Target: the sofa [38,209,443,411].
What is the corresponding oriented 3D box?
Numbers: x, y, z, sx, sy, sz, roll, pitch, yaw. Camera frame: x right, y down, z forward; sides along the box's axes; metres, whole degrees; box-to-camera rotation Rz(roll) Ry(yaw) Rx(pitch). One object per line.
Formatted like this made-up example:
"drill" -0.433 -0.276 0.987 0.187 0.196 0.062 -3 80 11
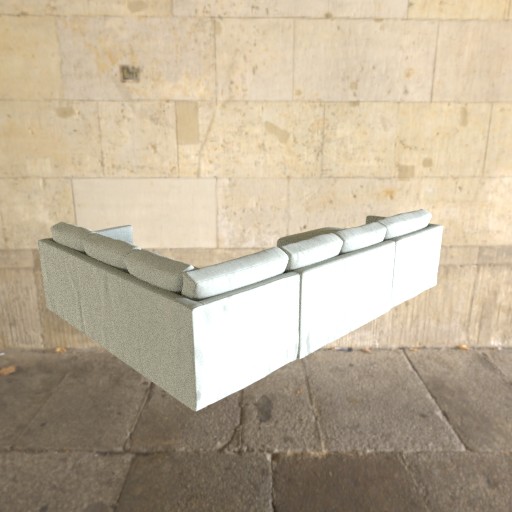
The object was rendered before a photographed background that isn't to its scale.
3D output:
"sofa" 0.000 0.000 4.587 3.434 0.869 2.440 -15 21 -43
